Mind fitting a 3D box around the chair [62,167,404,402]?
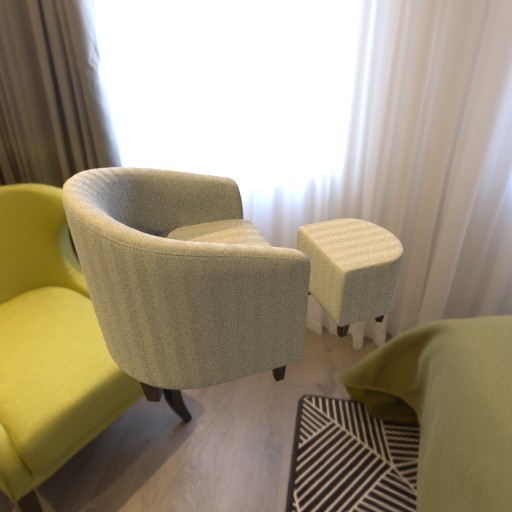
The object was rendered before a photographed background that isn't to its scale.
[{"bbox_3d":[0.000,0.000,1.749,1.288,0.757,0.756,-11,33,-18],"label":"chair"}]
